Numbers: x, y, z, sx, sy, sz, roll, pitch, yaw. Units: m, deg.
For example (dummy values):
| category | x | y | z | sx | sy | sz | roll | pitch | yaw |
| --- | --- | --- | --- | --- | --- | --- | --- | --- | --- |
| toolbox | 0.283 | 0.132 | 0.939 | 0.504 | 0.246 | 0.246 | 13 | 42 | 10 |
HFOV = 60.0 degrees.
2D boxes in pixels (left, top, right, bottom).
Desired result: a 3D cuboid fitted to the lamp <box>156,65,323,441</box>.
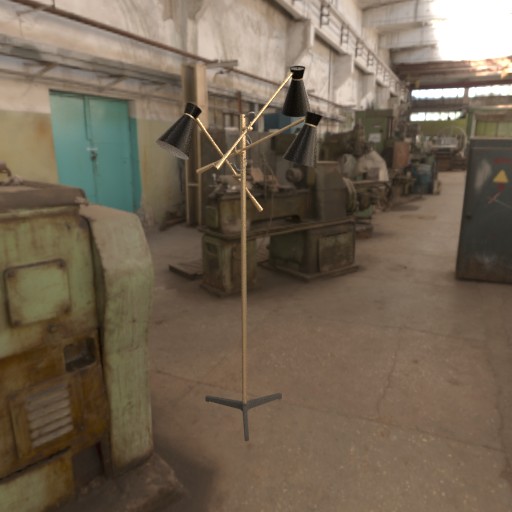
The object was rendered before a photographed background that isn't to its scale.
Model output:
| category | x | y | z | sx | sy | sz | roll | pitch | yaw |
| --- | --- | --- | --- | --- | --- | --- | --- | --- | --- |
| lamp | 0.000 | 0.000 | 2.186 | 0.653 | 1.804 | 0.750 | 7 | 16 | 25 |
